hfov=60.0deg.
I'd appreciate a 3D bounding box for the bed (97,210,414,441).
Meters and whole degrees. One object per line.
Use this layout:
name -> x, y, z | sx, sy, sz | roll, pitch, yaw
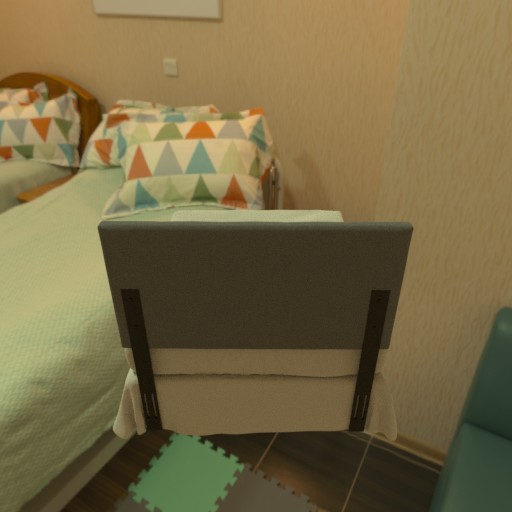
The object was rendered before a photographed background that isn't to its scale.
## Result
bed -> 0.000, 0.000, 3.529 | 1.936, 1.577, 2.222 | 0, 31, 0
